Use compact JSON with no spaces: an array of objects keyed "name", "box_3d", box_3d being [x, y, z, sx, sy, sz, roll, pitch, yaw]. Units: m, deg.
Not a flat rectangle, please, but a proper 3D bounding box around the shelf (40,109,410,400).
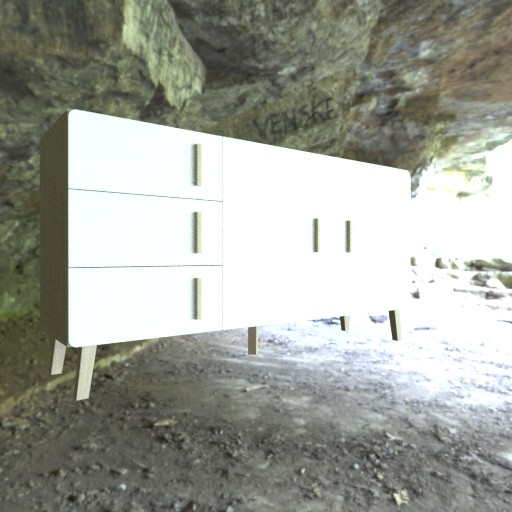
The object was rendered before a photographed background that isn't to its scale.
[{"name":"shelf","box_3d":[0.000,0.000,1.751,1.490,0.780,0.400,0,0,-36]}]
